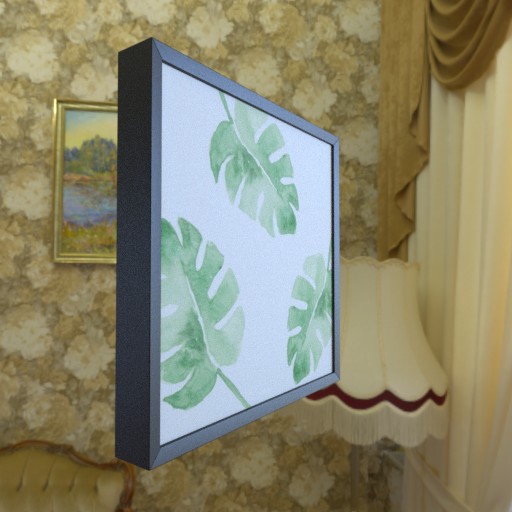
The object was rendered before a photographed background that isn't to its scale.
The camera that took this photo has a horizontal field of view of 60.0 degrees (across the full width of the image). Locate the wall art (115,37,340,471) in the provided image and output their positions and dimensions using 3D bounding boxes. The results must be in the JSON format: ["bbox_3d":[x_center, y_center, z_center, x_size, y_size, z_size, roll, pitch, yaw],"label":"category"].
[{"bbox_3d":[0.000,0.000,0.444,0.038,0.304,0.304,-1,-2,36],"label":"wall art"}]
